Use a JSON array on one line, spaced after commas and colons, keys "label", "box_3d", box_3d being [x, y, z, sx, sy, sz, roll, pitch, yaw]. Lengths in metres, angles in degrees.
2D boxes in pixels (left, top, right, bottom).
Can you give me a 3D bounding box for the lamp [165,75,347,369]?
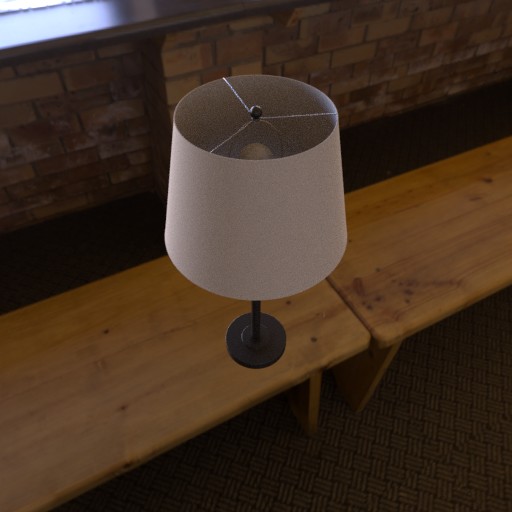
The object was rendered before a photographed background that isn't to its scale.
[{"label": "lamp", "box_3d": [0.000, 0.000, 0.953, 0.363, 0.696, 0.363, 0, 48, 0]}]
